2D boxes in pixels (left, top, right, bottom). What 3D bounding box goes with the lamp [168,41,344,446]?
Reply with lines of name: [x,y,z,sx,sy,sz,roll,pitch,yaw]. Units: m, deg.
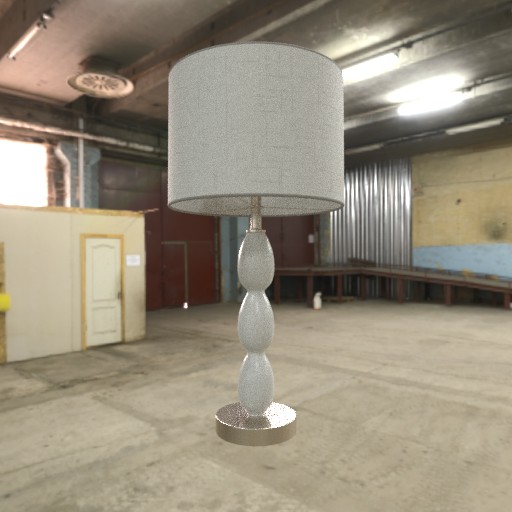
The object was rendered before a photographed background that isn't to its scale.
lamp: [0.000,0.000,0.716,0.280,0.559,0.282,0,-1,-17]
